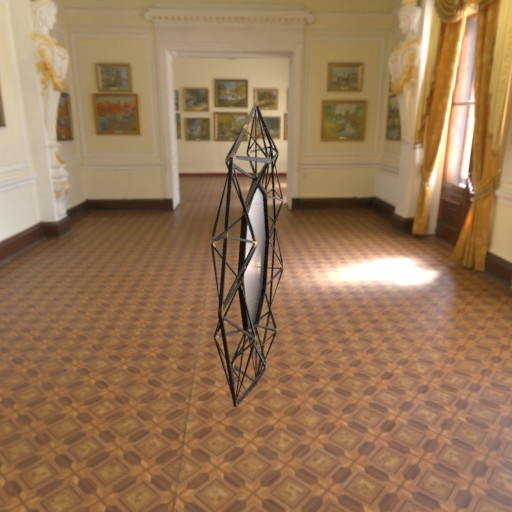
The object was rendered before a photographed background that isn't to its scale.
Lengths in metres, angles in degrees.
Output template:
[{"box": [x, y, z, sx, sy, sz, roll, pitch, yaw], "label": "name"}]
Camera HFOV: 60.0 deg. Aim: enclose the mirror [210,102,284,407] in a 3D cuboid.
[{"box": [0.000, 0.000, 1.079, 0.094, 0.710, 0.710, 3, 16, 10], "label": "mirror"}]
